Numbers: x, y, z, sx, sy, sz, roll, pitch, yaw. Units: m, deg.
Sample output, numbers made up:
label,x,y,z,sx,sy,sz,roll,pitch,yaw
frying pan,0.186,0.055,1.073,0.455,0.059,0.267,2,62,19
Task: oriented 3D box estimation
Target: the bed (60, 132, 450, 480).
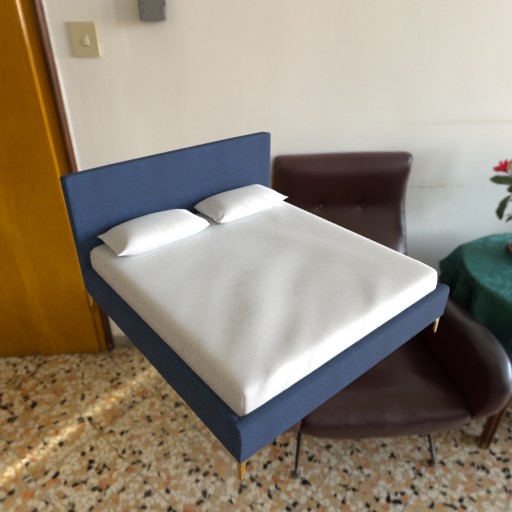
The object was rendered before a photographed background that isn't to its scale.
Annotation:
label,x,y,z,sx,sy,sz,roll,pitch,yaw
bed,0.000,0.000,3.519,2.096,1.231,2.232,-23,37,-34
